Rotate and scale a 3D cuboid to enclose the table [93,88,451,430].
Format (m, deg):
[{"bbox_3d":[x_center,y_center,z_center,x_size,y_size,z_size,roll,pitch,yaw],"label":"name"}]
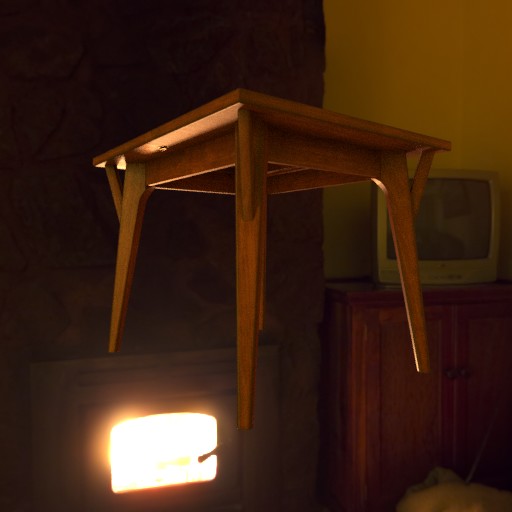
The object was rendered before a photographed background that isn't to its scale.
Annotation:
[{"bbox_3d":[0.000,0.000,1.590,0.838,0.761,0.991,-1,2,-37],"label":"table"}]
